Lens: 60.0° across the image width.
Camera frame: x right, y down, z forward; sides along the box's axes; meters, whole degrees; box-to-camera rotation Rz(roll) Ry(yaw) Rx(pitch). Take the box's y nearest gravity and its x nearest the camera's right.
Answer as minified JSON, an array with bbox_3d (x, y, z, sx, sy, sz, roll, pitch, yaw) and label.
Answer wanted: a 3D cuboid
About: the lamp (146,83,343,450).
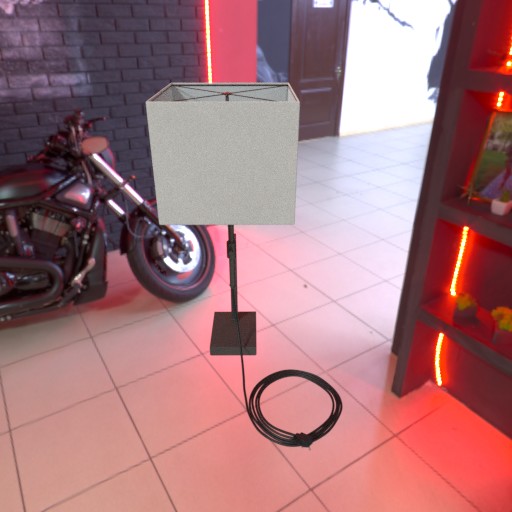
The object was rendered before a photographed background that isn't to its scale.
[{"bbox_3d":[0.000,0.000,0.979,0.399,0.660,0.504,0,28,0],"label":"lamp"}]
